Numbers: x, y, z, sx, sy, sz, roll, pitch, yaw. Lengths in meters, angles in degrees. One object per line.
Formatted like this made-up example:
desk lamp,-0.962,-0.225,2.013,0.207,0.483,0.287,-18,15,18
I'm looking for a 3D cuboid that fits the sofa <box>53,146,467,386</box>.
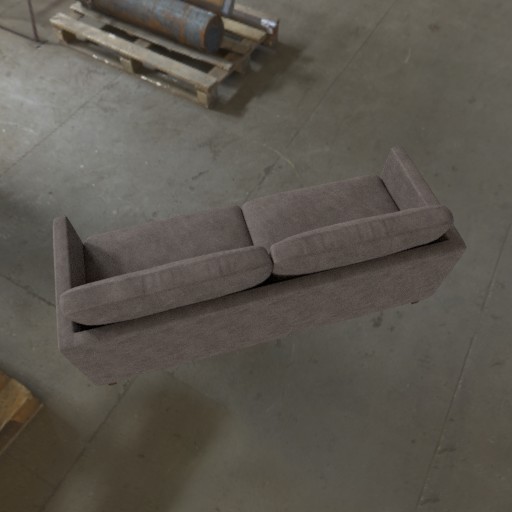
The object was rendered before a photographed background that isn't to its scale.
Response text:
sofa,0.000,0.000,2.963,2.434,0.965,0.951,-13,59,-8
